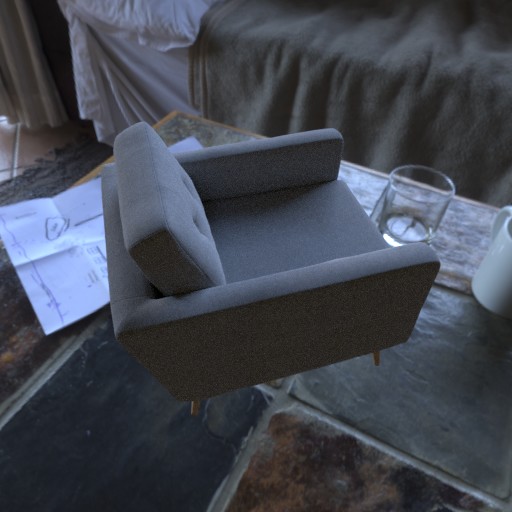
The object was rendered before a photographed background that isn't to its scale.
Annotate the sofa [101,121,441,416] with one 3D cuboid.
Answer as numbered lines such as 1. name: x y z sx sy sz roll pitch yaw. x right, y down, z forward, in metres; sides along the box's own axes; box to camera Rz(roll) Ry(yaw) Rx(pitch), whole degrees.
1. sofa: 0.000 0.000 1.536 0.920 0.860 0.770 -12 47 -11
